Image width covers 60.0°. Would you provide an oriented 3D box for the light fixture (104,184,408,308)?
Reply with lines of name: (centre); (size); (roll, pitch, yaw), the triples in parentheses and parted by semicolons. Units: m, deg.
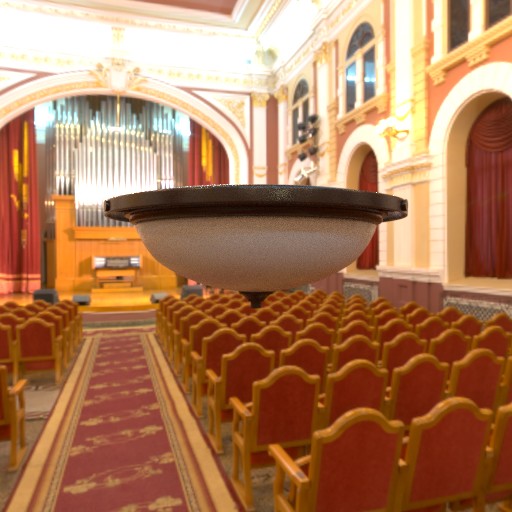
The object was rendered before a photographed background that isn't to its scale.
light fixture: (0.000, 0.000, 0.556); (0.361, 0.130, 0.361); (0, 0, 0)
